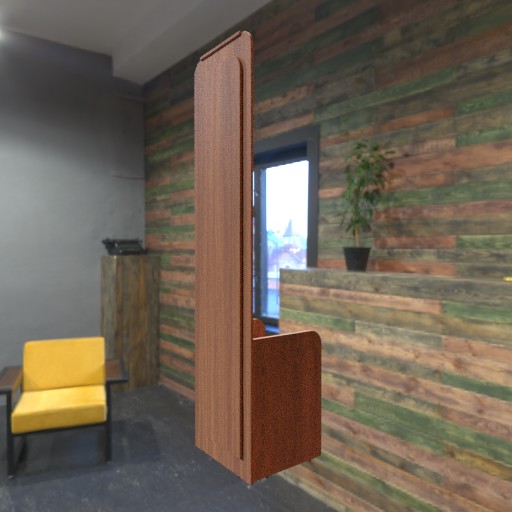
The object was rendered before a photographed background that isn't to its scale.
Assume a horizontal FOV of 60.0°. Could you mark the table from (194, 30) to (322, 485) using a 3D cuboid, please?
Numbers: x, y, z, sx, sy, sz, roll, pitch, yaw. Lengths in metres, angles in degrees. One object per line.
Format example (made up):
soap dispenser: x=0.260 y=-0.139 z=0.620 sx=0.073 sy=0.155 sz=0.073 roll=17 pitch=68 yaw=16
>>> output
table: x=0.000 y=0.000 z=2.049 sx=0.420 sy=1.830 sz=0.450 roll=-1 pitch=1 yaw=-37
